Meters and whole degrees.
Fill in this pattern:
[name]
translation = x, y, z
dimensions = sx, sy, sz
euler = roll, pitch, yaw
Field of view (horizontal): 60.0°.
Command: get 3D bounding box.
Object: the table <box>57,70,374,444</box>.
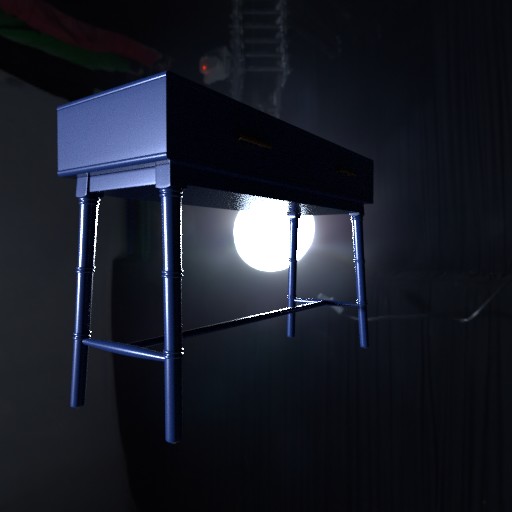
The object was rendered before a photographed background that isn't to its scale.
[table]
translation = 0.000, 0.000, 1.428
dimensions = 0.399, 0.749, 1.118
euler = 1, 1, 35
